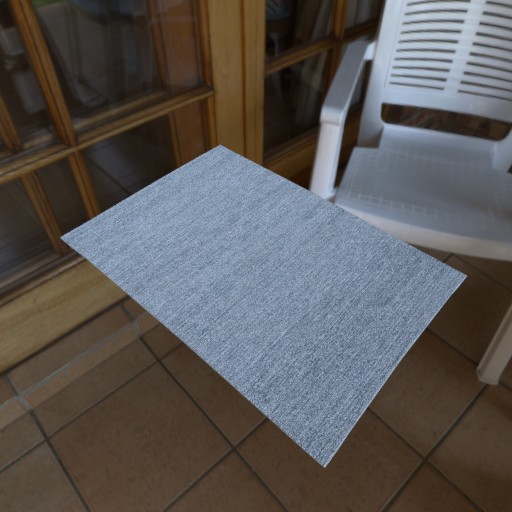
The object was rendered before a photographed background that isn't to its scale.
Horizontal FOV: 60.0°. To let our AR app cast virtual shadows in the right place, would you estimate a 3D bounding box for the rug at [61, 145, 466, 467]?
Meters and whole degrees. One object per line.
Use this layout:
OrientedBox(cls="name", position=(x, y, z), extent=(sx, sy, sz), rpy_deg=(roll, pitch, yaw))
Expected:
OrientedBox(cls="rug", position=(0.000, 0.000, 3.056), extent=(2.338, 0.030, 1.616), rpy_deg=(33, 55, 27))
